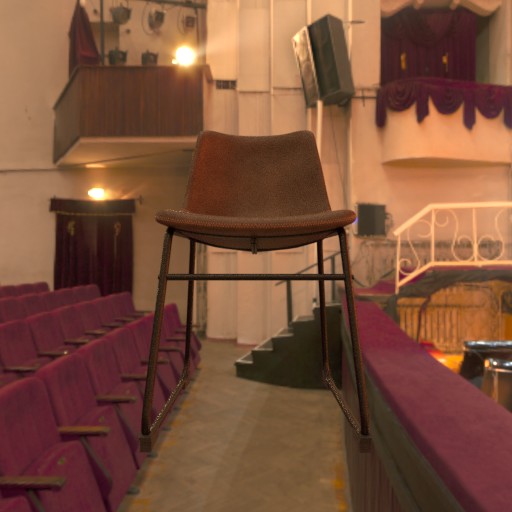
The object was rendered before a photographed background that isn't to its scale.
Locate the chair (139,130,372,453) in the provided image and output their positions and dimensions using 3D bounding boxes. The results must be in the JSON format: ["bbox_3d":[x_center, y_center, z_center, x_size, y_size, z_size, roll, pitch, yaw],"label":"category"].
[{"bbox_3d":[0.000,0.000,1.139,0.460,0.780,0.551,0,0,0],"label":"chair"}]
